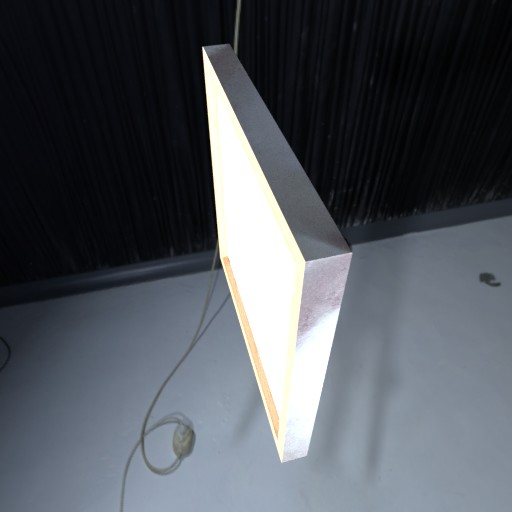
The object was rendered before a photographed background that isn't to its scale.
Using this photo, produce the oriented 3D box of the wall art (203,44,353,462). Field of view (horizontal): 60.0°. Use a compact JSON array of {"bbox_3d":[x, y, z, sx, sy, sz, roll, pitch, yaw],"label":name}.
[{"bbox_3d":[0.000,0.000,0.451,0.028,0.303,0.303,-11,47,-10],"label":"wall art"}]
